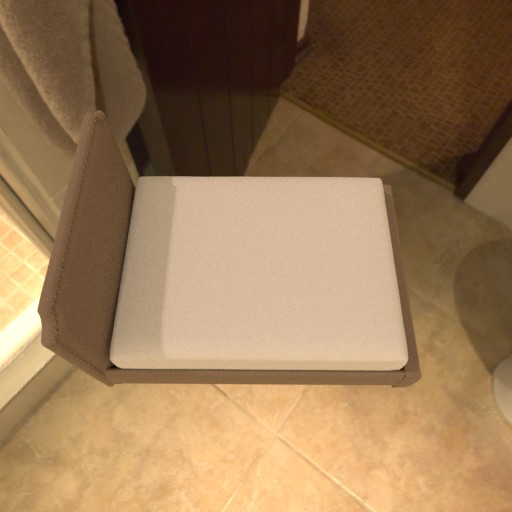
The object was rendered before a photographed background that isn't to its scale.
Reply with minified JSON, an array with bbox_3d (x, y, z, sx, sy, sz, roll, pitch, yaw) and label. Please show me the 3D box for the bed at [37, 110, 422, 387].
[{"bbox_3d":[0.000,0.000,3.296,2.372,1.443,1.713,0,63,0],"label":"bed"}]
